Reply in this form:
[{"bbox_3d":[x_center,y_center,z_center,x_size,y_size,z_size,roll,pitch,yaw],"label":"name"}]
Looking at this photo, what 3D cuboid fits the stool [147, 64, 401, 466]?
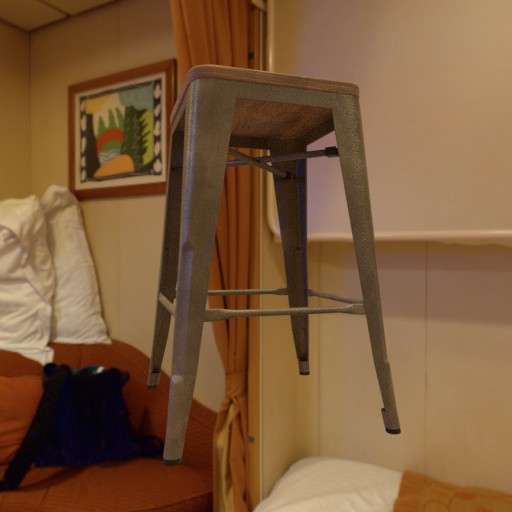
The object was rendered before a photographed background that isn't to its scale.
[{"bbox_3d":[0.000,0.000,0.893,0.407,0.607,0.407,0,0,-17],"label":"stool"}]
